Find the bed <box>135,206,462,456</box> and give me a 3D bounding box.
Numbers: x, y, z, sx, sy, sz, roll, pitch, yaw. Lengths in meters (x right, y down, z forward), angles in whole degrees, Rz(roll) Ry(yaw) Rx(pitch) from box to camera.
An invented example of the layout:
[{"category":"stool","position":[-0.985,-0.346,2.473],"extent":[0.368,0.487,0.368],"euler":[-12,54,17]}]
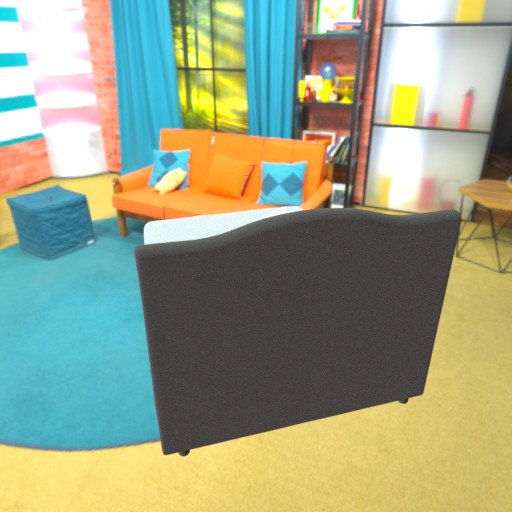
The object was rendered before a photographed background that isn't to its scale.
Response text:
[{"category":"bed","position":[0.000,0.000,3.220],"extent":[1.666,1.387,2.036],"euler":[-7,27,-15]}]
